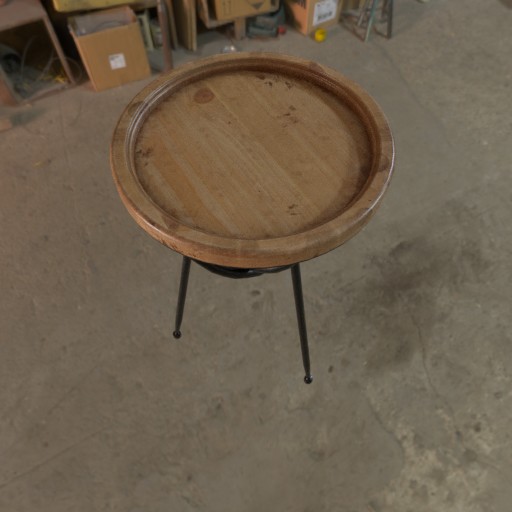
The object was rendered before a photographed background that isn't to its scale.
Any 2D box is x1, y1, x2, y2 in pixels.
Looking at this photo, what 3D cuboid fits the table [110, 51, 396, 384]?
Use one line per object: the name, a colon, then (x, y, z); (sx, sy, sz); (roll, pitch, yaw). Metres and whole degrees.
table: (0.000, 0.000, 0.920); (0.414, 0.664, 0.418); (28, 62, 17)
